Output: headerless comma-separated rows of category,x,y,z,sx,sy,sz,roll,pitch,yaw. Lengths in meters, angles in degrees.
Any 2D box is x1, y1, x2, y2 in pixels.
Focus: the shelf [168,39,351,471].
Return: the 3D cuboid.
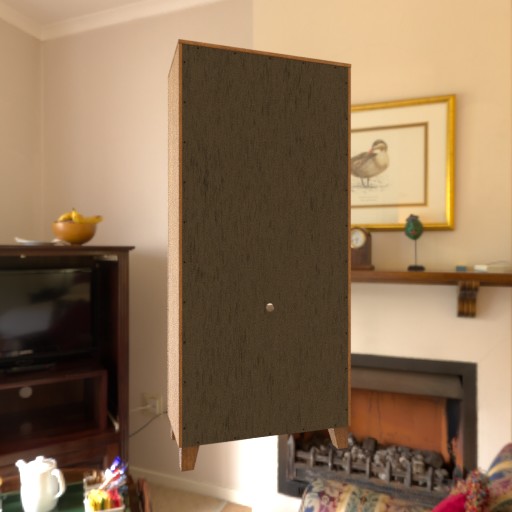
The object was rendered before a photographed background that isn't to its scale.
shelf,0.000,0.000,2.315,0.864,1.930,0.453,0,0,-17
